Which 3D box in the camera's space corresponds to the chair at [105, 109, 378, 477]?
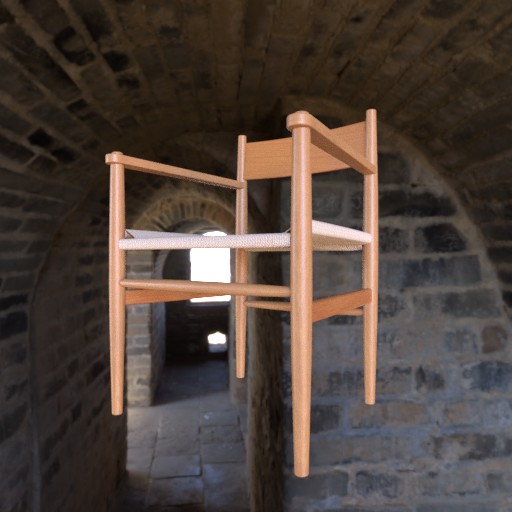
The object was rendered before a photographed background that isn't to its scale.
[{"bbox_3d":[0.000,0.000,1.102,0.556,0.762,0.495,0,0,36],"label":"chair"}]
